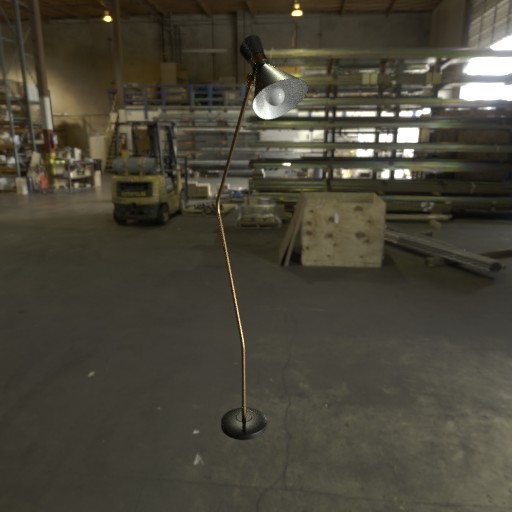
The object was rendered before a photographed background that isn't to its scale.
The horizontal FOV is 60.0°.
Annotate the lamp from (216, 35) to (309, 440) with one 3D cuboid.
[{"bbox_3d":[0.000,0.000,1.601,0.277,1.438,0.467,-2,15,-7],"label":"lamp"}]
